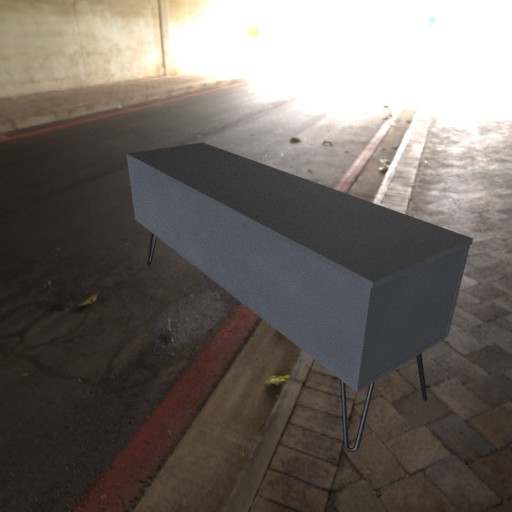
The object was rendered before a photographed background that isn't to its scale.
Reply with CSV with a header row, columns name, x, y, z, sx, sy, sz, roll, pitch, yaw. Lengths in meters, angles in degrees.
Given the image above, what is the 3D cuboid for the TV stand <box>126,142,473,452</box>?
name,x,y,z,sx,sy,sz,roll,pitch,yaw
TV stand,0.000,0.000,1.678,0.400,0.560,1.400,-18,32,-32
